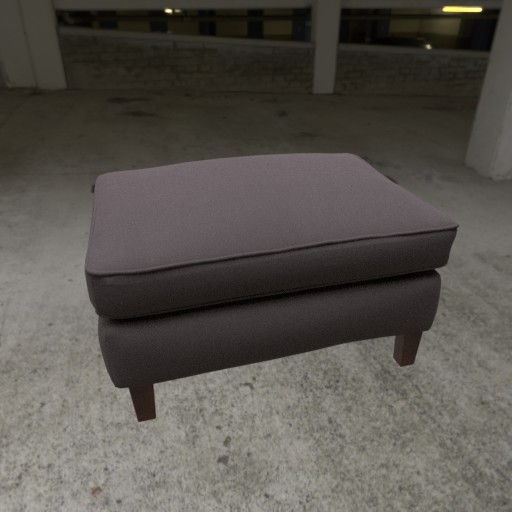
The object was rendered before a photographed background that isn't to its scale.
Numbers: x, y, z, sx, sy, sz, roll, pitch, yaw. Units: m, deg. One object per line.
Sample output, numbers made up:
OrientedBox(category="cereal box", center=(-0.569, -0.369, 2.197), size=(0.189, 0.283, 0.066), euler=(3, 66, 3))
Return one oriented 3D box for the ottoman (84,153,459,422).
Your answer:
OrientedBox(category="ottoman", center=(0.000, 0.000, 1.011), size=(0.686, 0.406, 0.508), euler=(-8, 31, -13))
